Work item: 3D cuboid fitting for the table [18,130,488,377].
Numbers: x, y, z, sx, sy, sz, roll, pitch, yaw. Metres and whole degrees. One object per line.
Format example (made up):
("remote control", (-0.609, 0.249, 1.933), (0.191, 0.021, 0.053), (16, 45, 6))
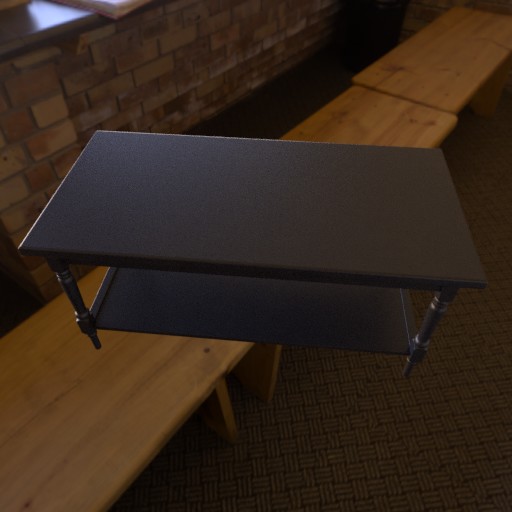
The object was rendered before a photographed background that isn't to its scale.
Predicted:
("table", (0.000, 0.000, 1.408), (1.107, 0.510, 0.550), (4, 46, 4))
